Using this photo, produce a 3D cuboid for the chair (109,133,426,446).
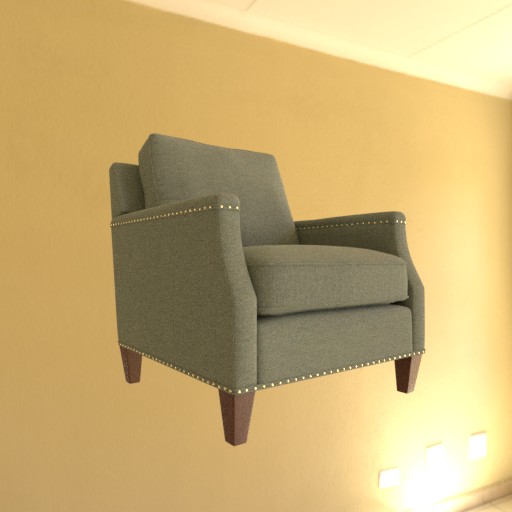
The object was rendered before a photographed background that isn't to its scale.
[{"bbox_3d":[0.000,0.000,1.797,0.885,1.031,1.031,0,-1,-37],"label":"chair"}]
